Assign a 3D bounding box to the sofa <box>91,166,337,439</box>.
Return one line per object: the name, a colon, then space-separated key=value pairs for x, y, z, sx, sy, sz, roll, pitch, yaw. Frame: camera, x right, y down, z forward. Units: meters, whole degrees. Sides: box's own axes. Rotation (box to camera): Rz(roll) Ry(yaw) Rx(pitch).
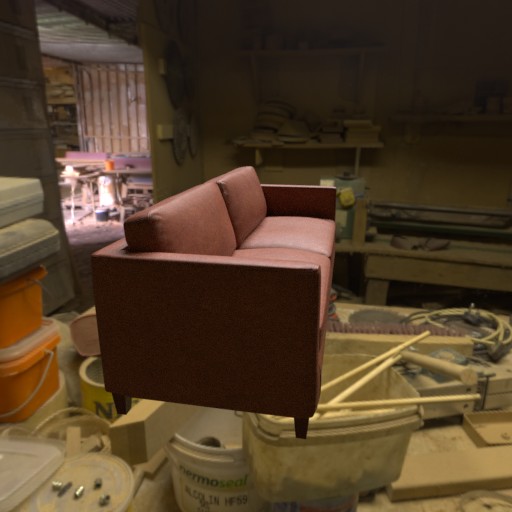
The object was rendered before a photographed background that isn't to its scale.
sofa: x=0.000 y=0.000 z=2.774 sx=0.950 sy=0.932 sz=2.204 roll=3 pitch=17 yaw=11
